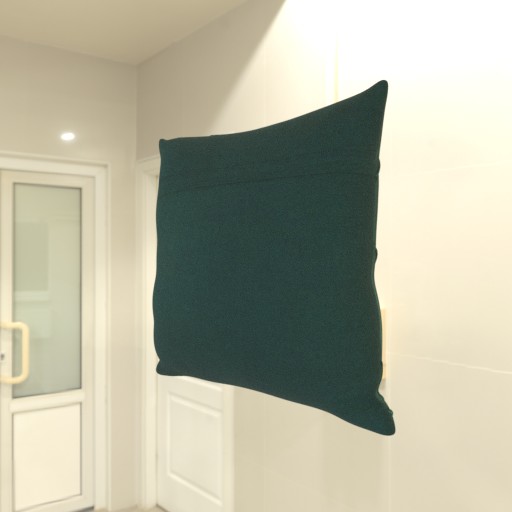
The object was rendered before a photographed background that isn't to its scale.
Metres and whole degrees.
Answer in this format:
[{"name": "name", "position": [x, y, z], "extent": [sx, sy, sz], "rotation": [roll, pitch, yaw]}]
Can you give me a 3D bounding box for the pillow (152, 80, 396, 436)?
[{"name": "pillow", "position": [0.000, 0.000, 0.679], "extent": [0.439, 0.440, 0.184], "rotation": [0, 0, 37]}]
